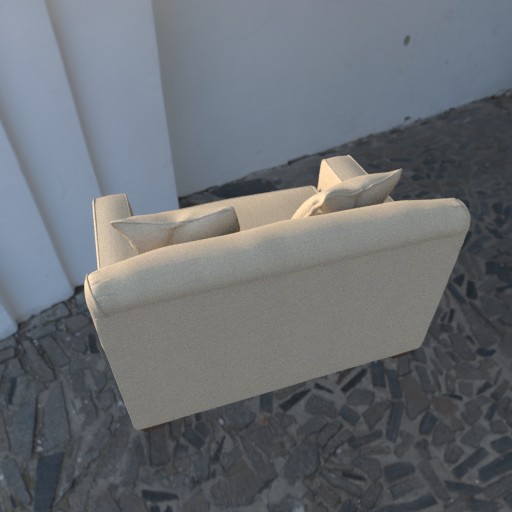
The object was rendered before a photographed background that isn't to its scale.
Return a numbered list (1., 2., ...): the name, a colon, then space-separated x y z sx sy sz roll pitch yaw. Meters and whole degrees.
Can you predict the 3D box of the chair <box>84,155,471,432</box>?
1. chair: 0.000 0.000 2.076 1.383 0.948 1.000 -12 44 -13
